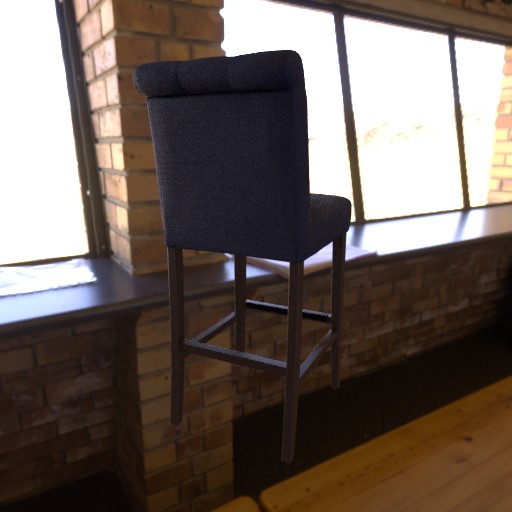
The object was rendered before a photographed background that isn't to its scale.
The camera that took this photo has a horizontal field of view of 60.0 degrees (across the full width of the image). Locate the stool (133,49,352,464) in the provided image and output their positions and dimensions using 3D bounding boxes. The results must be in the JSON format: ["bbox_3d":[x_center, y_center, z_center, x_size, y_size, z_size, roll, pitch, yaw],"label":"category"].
[{"bbox_3d":[0.000,0.000,1.460,0.493,1.140,0.601,7,16,26],"label":"stool"}]
